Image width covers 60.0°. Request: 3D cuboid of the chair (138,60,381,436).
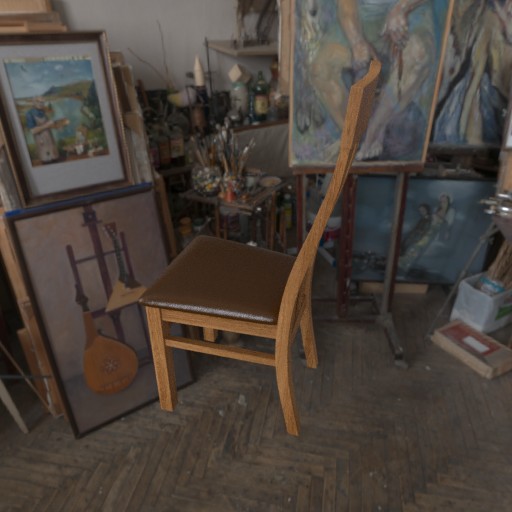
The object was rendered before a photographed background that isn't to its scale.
[{"bbox_3d":[0.000,0.000,1.329,0.580,1.050,0.450,9,31,15],"label":"chair"}]
